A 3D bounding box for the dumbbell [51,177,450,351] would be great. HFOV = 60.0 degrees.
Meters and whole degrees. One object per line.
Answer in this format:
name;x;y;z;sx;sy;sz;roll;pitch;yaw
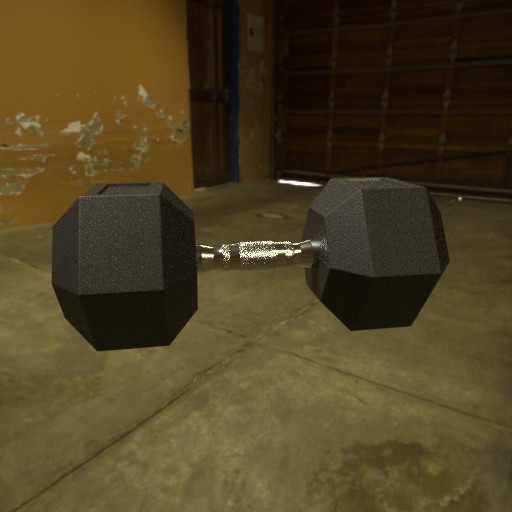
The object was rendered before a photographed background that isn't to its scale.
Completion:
dumbbell;0.000;0.000;0.471;0.384;0.150;0.173;-3;17;-9
